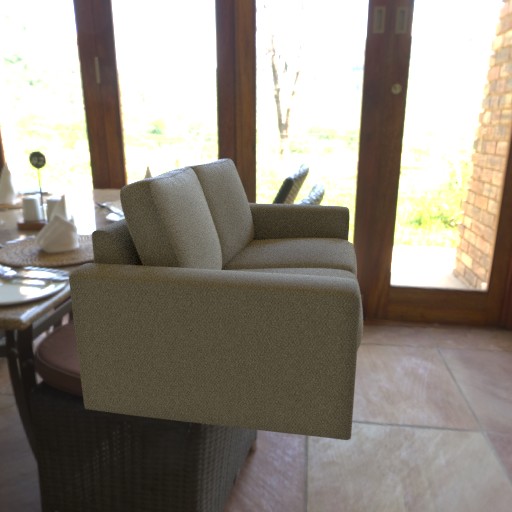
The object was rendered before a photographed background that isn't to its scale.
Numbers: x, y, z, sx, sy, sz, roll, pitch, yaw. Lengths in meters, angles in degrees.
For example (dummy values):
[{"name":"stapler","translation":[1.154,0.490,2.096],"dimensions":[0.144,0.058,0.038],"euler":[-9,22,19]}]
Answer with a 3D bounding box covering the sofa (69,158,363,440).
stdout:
[{"name":"sofa","translation":[0.000,0.000,2.214],"dimensions":[1.016,0.873,1.616],"euler":[3,16,10]}]
